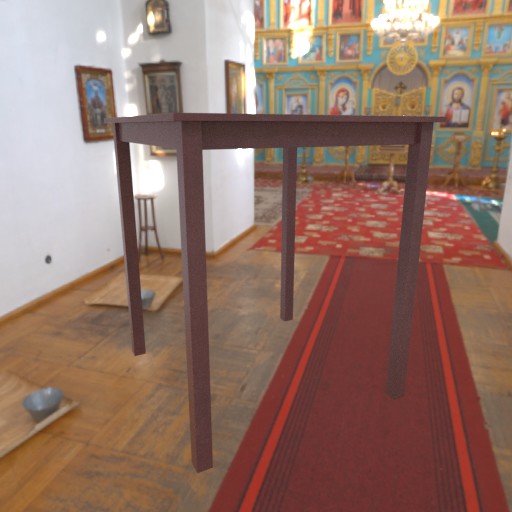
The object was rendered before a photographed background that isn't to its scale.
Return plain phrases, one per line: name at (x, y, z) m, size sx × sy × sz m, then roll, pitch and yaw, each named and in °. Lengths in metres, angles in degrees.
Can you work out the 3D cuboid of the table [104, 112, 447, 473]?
table at (0.000, 0.000, 1.661) m, size 0.861 × 0.991 × 0.861 m, roll -8°, pitch 18°, yaw -27°
